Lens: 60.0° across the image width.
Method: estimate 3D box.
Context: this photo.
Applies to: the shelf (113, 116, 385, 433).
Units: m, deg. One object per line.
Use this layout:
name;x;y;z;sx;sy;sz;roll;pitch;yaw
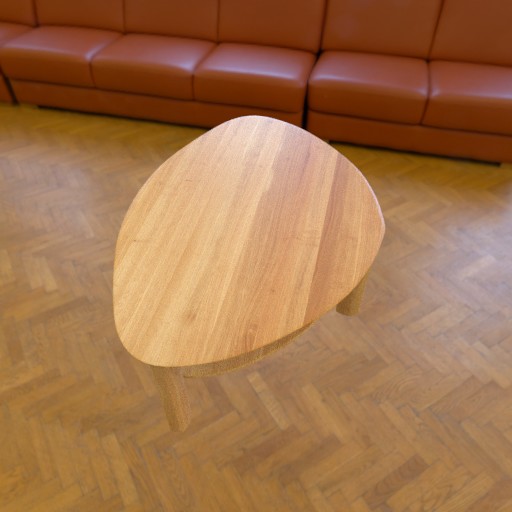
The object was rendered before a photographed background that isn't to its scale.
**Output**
shelf;0.000;0.000;1.636;0.845;0.440;1.246;9;46;9
